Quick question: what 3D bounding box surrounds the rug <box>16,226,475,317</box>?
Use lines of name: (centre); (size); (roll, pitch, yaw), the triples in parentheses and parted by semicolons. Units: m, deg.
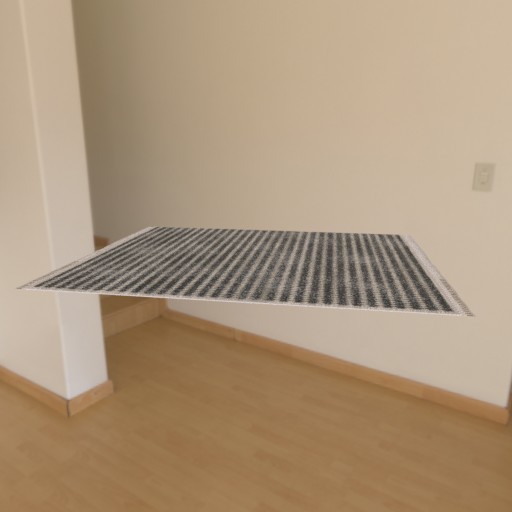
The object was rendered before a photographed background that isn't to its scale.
rug: (0.000, 0.000, 3.817); (2.910, 0.013, 2.256); (2, 15, 9)
